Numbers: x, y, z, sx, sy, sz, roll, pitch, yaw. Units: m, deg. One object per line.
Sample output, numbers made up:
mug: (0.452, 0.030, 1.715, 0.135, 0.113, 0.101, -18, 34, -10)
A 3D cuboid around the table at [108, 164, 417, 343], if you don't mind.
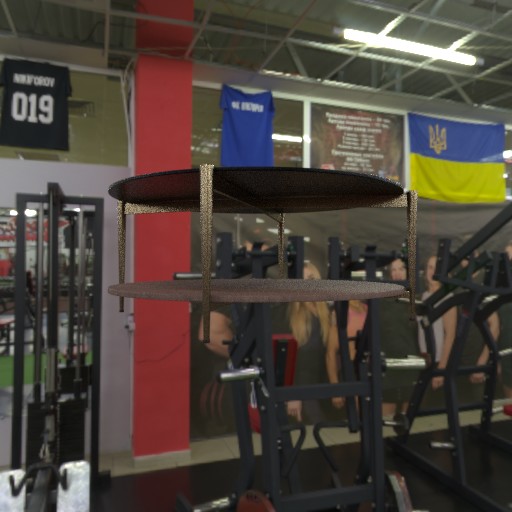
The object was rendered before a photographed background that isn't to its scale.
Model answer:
table: (0.000, 0.000, 1.479, 0.938, 0.400, 0.938, 0, -1, -17)
